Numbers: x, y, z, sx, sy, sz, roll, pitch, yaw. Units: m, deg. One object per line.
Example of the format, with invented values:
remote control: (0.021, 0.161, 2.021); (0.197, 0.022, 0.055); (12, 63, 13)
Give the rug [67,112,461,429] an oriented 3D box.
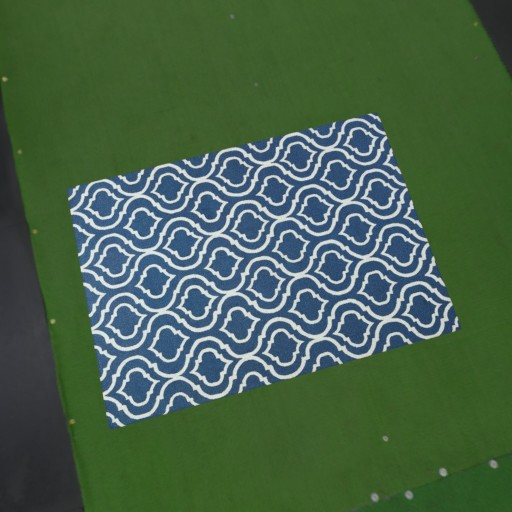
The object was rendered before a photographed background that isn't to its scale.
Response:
rug: (0.000, 0.000, 2.764); (2.134, 0.010, 1.524); (-15, 76, -4)
